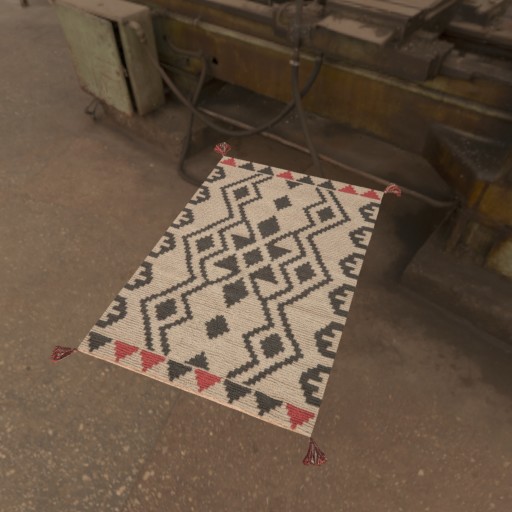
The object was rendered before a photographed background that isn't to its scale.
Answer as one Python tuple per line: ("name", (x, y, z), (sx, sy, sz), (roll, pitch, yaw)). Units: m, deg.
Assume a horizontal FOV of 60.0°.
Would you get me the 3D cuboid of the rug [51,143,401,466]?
("rug", (0.000, 0.000, 2.647), (1.444, 0.067, 2.069), (16, 49, 14))
